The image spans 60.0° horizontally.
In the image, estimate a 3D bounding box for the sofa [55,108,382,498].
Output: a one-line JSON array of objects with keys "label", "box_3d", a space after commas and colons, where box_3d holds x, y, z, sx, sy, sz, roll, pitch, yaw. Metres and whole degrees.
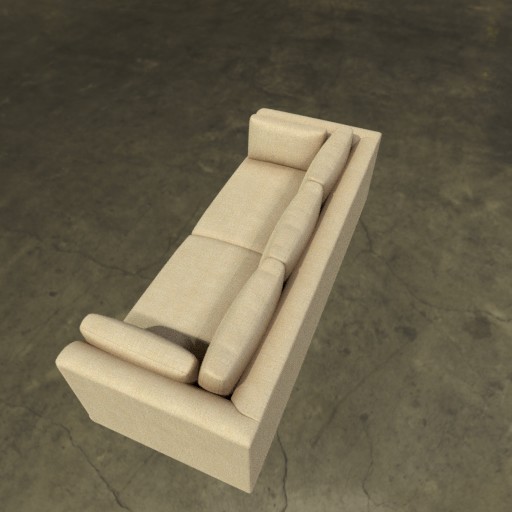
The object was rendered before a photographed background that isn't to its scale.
[{"label": "sofa", "box_3d": [0.000, 0.000, 2.815, 0.969, 0.867, 2.415, 17, 50, 15]}]
